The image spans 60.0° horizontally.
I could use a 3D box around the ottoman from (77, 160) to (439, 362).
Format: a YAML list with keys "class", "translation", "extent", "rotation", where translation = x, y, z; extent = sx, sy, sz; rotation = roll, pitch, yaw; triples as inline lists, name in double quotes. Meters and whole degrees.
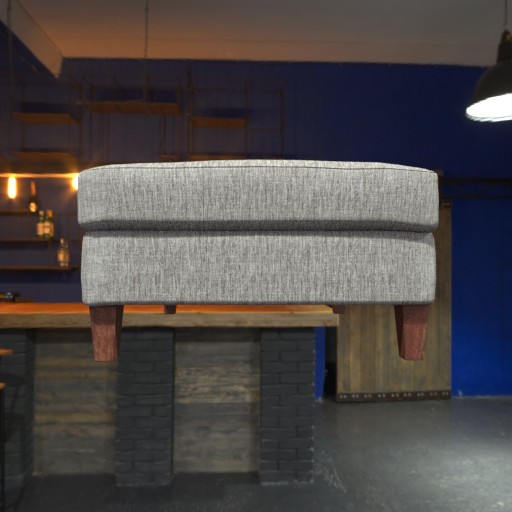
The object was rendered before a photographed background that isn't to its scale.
- class: "ottoman"
  translation: [0.000, 0.000, 1.475]
  extent: [0.839, 0.492, 0.994]
  rotation: [0, 0, -1]
